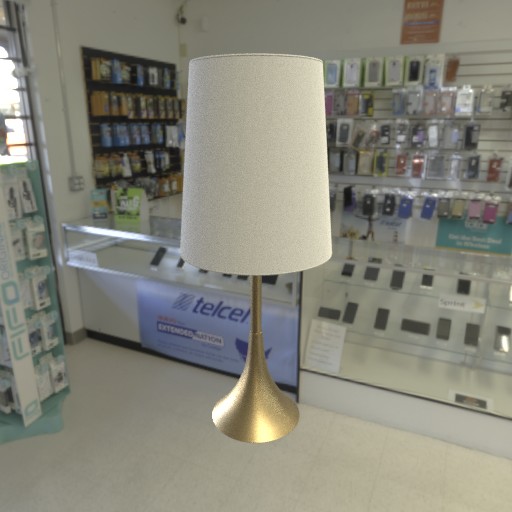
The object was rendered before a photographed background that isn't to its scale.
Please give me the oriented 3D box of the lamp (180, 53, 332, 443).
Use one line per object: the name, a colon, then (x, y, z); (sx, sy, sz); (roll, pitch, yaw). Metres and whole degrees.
lamp: (0.000, 0.000, 0.685); (0.231, 0.569, 0.231); (0, 17, 0)
